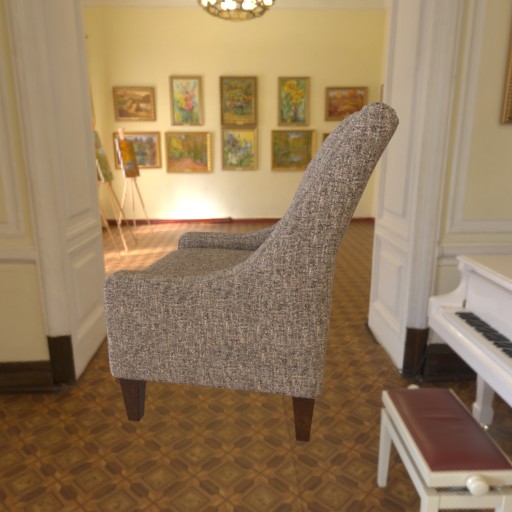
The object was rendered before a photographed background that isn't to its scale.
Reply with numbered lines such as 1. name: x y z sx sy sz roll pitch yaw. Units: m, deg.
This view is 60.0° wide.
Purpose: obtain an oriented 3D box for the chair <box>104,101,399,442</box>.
1. chair: 0.000 0.000 1.648 0.870 1.014 0.774 3 14 10
